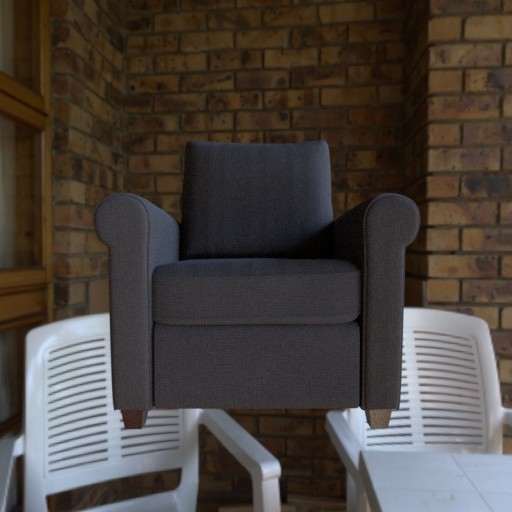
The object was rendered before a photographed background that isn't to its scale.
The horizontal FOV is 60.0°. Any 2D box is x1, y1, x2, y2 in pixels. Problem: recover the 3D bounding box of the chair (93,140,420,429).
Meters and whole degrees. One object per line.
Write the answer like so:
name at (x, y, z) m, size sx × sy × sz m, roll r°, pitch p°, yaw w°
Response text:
chair at (0.000, 0.000, 1.577) m, size 0.867 × 0.942 × 0.828 m, roll 0°, pitch 1°, yaw 0°
